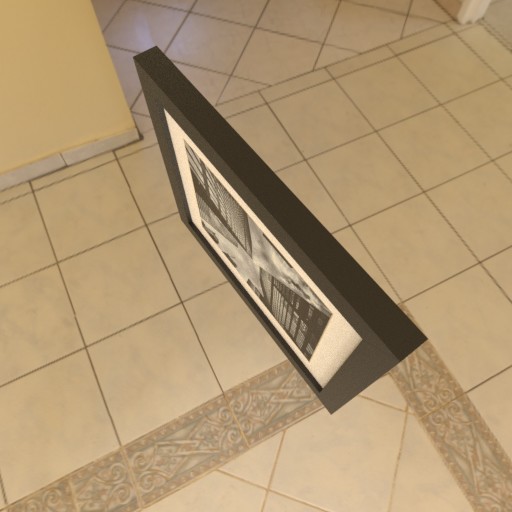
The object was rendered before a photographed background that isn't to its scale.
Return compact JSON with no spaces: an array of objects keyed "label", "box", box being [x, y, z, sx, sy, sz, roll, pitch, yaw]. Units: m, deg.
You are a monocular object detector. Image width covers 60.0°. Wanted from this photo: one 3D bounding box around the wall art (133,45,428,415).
[{"label":"wall art","box":[0.000,0.000,0.527,0.028,0.321,0.381,-34,69,-15]}]
